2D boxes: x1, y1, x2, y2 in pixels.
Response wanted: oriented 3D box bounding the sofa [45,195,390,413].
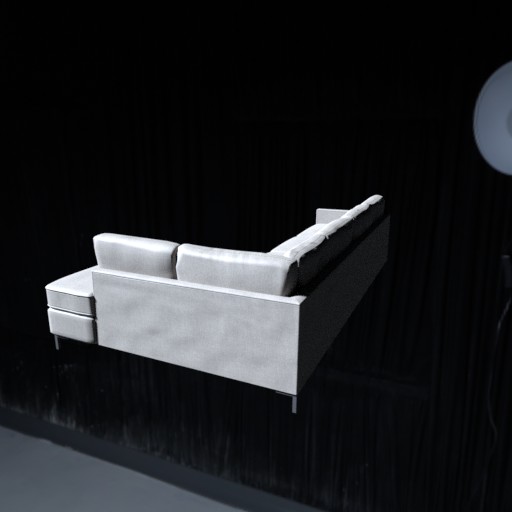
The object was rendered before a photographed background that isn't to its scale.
[{"bbox_3d":[0.000,0.000,4.441,2.077,0.964,3.331,7,17,24],"label":"sofa"}]
